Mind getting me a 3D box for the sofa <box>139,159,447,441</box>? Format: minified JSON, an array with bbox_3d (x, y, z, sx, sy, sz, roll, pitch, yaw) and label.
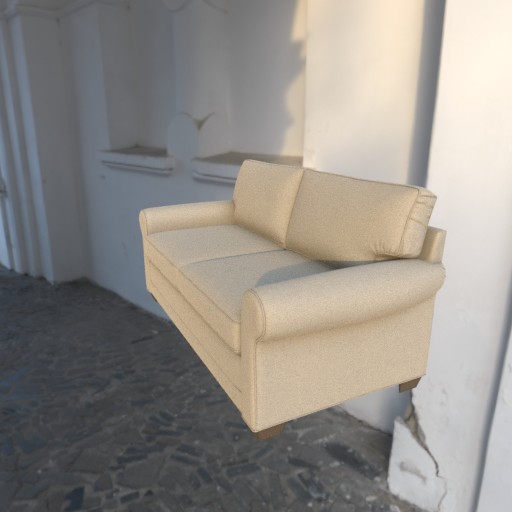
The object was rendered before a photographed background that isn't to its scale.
[{"bbox_3d":[0.000,0.000,2.492,0.940,0.952,1.930,-8,18,-25],"label":"sofa"}]
